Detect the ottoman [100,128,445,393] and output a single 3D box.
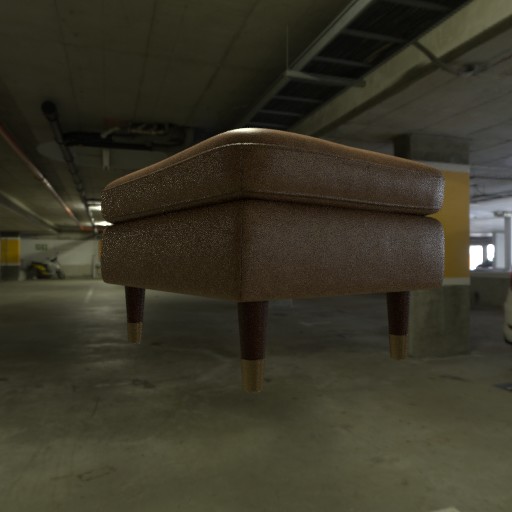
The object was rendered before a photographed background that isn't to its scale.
[{"bbox_3d":[0.000,0.000,1.110,0.593,0.478,0.747,0,-1,-36],"label":"ottoman"}]
